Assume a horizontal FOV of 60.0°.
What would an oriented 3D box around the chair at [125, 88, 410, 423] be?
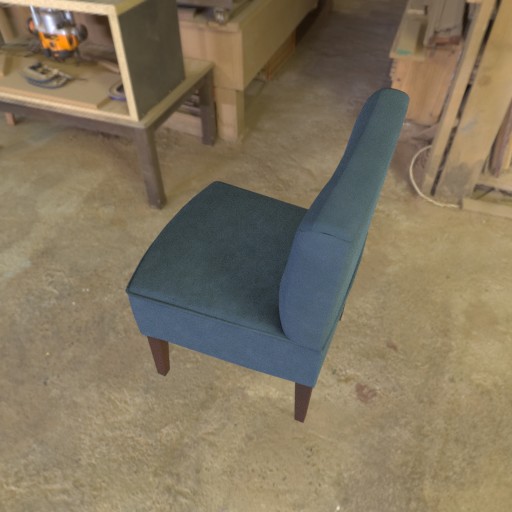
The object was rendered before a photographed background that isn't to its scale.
[{"bbox_3d":[0.000,0.000,1.181,0.551,0.806,0.521,17,49,16],"label":"chair"}]
